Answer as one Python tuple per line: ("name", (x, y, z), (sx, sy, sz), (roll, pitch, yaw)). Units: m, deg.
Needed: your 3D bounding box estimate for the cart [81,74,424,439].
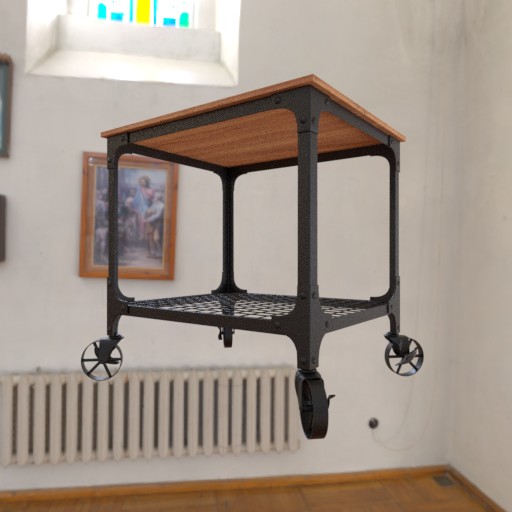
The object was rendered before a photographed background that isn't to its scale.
("cart", (0.000, 0.000, 1.102), (0.666, 0.603, 0.558), (0, 0, 36))
